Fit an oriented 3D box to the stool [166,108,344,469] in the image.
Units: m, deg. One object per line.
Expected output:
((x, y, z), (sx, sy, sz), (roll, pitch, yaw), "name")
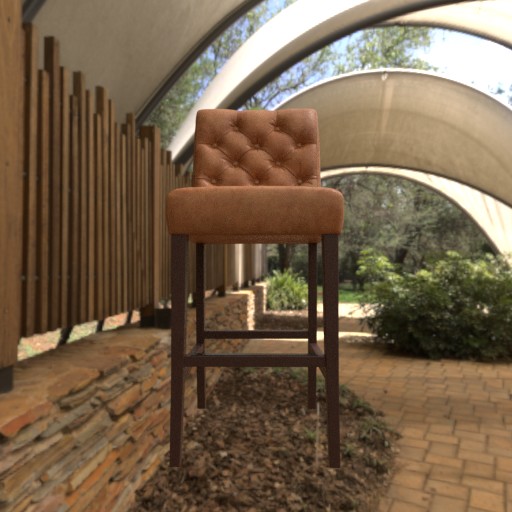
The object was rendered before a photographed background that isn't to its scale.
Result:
((0.000, 0.000, 1.469), (0.493, 1.140, 0.601), (0, -1, 1), "stool")
